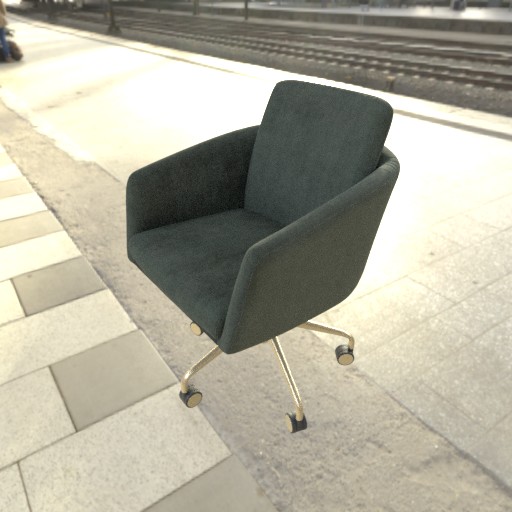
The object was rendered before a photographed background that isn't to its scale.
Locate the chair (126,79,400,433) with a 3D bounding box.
[{"bbox_3d":[0.000,0.000,1.333,0.635,0.908,0.641,-22,37,-31],"label":"chair"}]
